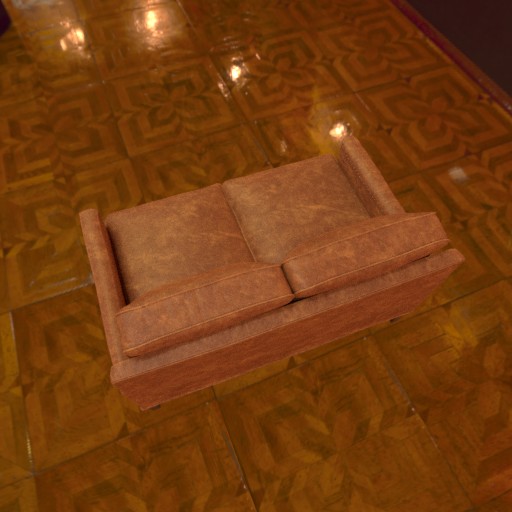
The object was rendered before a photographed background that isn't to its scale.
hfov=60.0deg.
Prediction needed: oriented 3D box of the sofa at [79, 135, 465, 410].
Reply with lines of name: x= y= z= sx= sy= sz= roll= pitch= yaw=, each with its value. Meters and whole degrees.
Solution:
sofa: x=0.000 y=0.000 z=2.283 sx=1.597 sy=1.003 sz=1.084 roll=-18 pitch=60 yaw=-11
